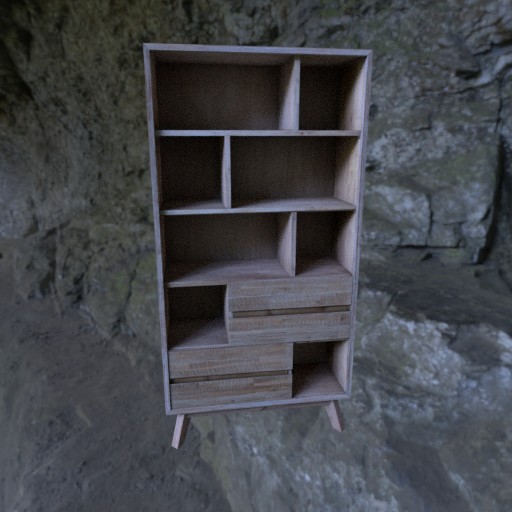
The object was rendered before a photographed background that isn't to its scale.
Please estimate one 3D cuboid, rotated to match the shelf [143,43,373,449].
[{"bbox_3d":[0.000,0.000,1.749,0.748,1.471,0.308,-2,16,-8],"label":"shelf"}]
